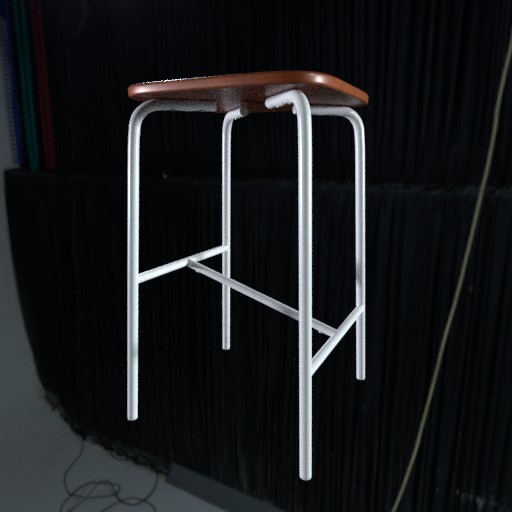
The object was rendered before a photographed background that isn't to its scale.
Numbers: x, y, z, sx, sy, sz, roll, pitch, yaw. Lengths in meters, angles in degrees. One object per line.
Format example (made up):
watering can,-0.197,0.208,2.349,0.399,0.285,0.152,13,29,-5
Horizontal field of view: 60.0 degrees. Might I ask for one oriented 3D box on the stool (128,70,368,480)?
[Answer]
stool,0.000,0.000,0.872,0.376,0.610,0.376,6,14,26
